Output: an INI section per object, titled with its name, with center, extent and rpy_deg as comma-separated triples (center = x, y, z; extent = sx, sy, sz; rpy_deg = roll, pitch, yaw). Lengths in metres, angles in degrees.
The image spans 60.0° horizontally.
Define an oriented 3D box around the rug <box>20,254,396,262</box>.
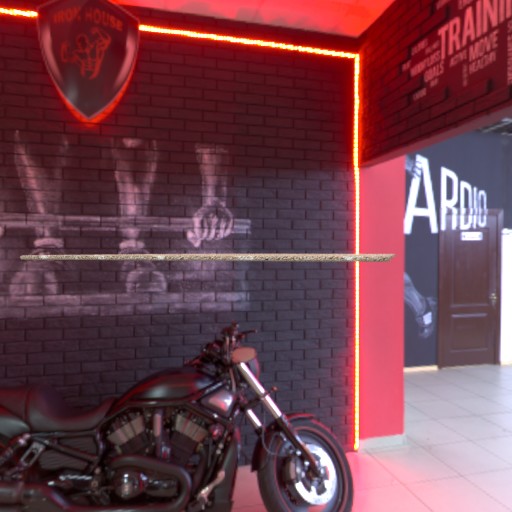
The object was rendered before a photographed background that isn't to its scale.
[rug]
center = 0.000, 0.000, 4.107
extent = 2.438, 0.029, 3.047
rpy_deg = 0, 1, 18
